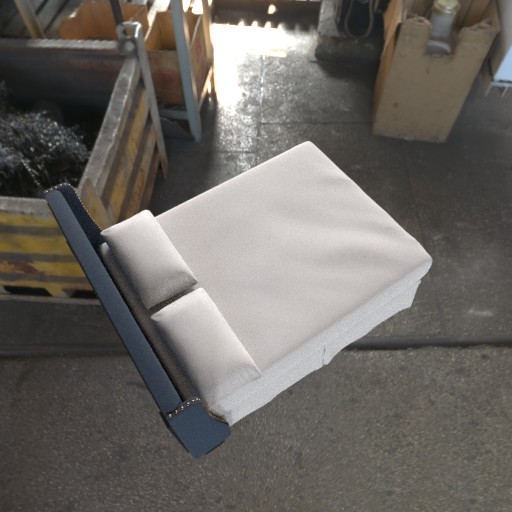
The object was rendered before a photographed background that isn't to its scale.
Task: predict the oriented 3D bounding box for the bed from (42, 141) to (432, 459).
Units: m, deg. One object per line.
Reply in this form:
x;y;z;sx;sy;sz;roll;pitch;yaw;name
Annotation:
0.000;0.000;3.315;2.237;1.407;1.710;-30;63;-17;bed
